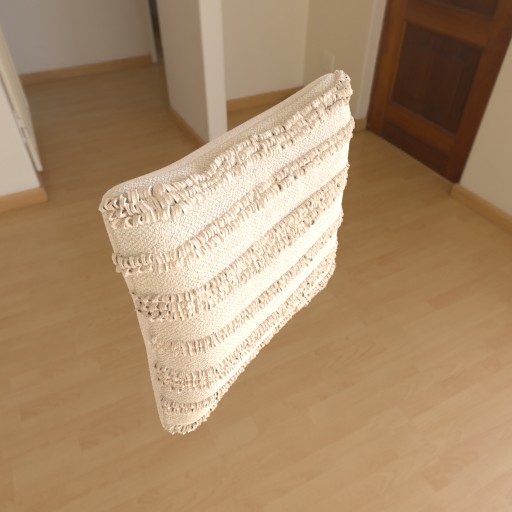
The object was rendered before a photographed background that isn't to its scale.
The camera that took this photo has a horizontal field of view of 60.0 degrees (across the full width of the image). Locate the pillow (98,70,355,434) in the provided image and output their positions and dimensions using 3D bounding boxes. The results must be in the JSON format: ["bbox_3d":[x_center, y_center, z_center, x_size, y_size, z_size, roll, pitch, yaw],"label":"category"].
[{"bbox_3d":[0.000,0.000,0.648,0.145,0.427,0.437,27,48,27],"label":"pillow"}]
